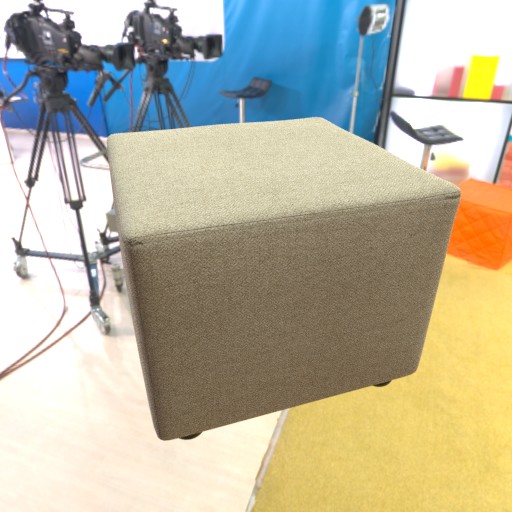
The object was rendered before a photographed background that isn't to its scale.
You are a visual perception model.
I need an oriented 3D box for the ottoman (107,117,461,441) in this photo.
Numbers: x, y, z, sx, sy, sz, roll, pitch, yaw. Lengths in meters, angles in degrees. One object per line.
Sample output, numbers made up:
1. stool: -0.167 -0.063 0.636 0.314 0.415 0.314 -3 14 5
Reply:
1. ottoman: 0.000 0.000 0.890 0.508 0.432 0.508 -9 31 -16
